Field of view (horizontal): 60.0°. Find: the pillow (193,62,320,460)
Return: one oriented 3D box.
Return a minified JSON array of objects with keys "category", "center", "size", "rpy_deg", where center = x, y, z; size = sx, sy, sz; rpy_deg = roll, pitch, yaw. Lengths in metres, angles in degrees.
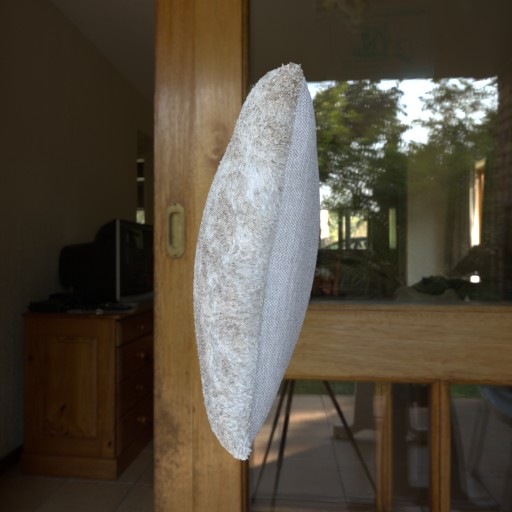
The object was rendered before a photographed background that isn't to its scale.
[{"category":"pillow","center":[0.000,0.000,0.810],"size":[0.218,0.515,0.529],"rpy_deg":[0,0,0]}]
